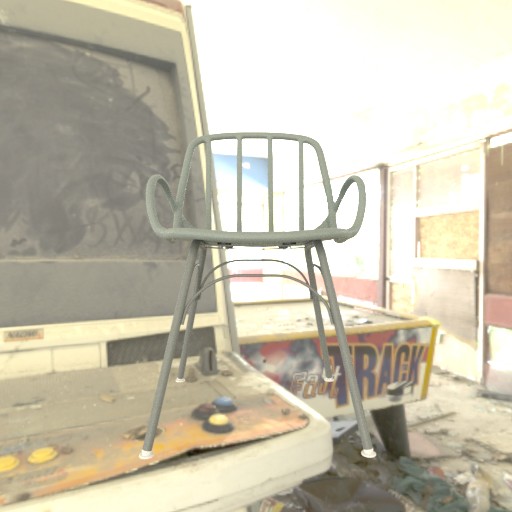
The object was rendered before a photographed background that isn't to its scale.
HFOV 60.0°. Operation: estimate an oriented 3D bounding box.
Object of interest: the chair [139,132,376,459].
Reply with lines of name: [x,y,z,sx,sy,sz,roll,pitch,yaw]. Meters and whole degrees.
chair: [0.000,0.000,1.194,0.549,0.816,0.597,0,1,-1]
